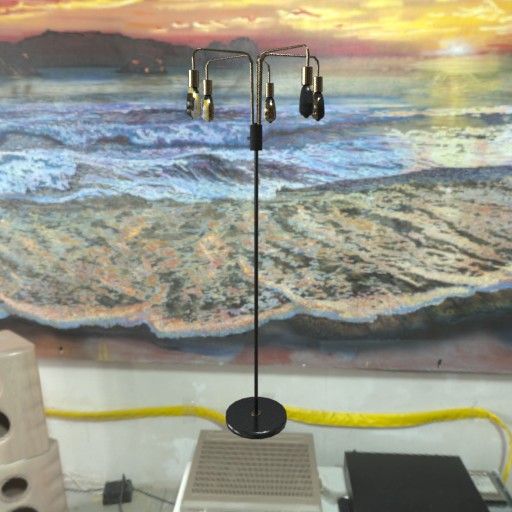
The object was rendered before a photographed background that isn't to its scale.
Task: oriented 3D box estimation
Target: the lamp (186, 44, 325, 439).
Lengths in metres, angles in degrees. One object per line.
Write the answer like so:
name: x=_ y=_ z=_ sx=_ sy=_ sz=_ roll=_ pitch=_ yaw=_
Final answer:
lamp: x=0.000 y=0.000 z=2.025 sx=0.599 sy=1.721 sz=0.572 roll=-7 pitch=16 yaw=-27
